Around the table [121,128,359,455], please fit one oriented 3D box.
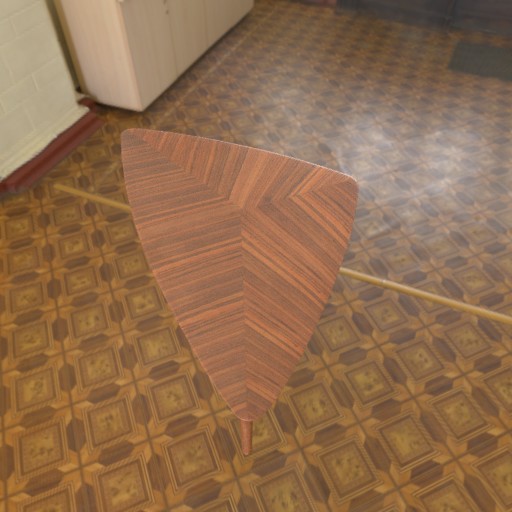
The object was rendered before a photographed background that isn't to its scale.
[{"bbox_3d":[0.000,0.000,1.278,0.601,0.365,1.008,-18,50,-15],"label":"table"}]
